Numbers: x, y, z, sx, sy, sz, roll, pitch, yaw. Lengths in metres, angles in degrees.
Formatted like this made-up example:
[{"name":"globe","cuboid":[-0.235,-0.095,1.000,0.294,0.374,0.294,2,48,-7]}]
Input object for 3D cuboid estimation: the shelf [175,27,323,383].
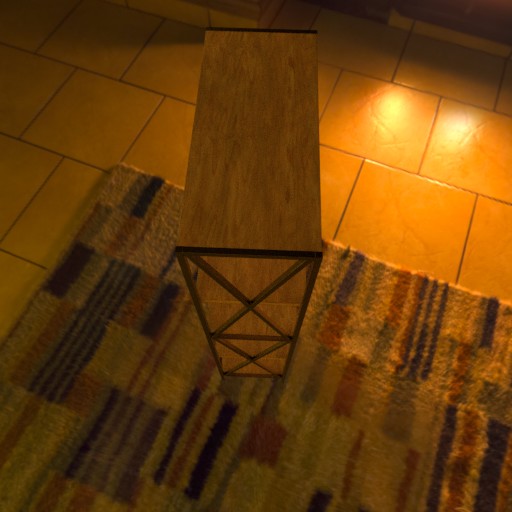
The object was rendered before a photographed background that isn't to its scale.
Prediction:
[{"name":"shelf","cuboid":[0.000,0.000,2.154,0.386,1.803,0.874,2,64,1]}]
